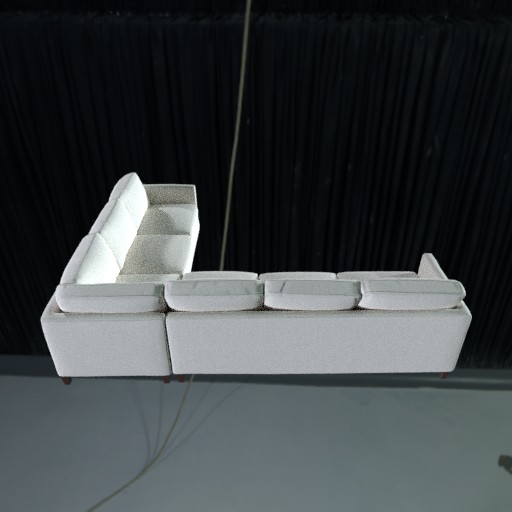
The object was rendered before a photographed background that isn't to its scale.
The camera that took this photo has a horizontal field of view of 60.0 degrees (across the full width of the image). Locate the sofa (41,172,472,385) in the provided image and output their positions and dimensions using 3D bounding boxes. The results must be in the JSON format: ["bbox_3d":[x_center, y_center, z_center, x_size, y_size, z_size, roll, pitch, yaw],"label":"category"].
[{"bbox_3d":[0.000,0.000,4.517,3.302,0.947,2.593,-1,32,-1],"label":"sofa"}]
